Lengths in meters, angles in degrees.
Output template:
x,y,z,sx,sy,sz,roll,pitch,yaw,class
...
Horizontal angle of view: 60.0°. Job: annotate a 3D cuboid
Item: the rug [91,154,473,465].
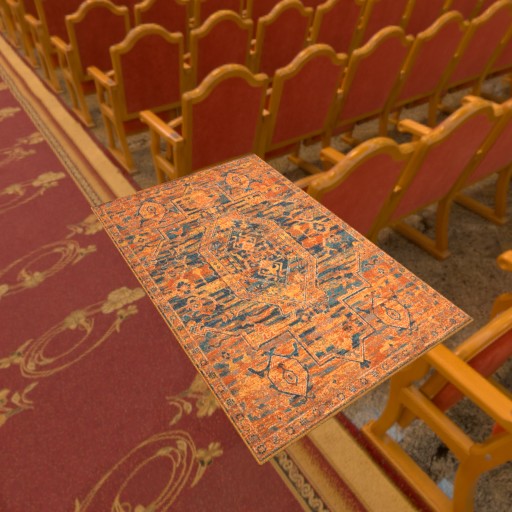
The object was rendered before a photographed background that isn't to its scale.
x,y,z,sx,sy,sz,roll,pitch,yaw,class
0.000,0.000,1.108,0.557,0.008,0.863,-24,47,-24,rug
